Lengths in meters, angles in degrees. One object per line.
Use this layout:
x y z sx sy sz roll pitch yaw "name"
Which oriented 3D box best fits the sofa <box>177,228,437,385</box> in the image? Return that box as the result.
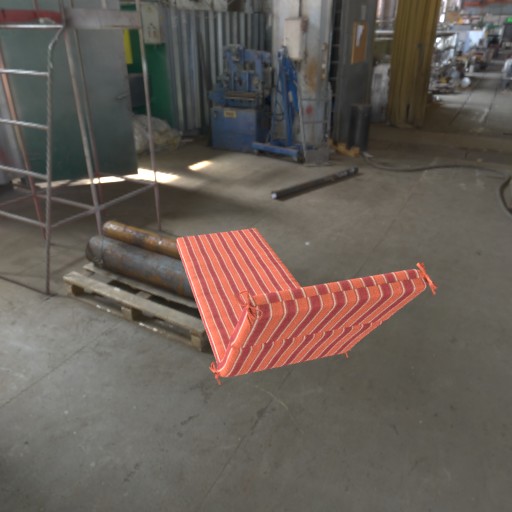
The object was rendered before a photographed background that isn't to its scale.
0.000 0.000 1.967 0.582 0.622 1.663 -8 28 -15 "sofa"
